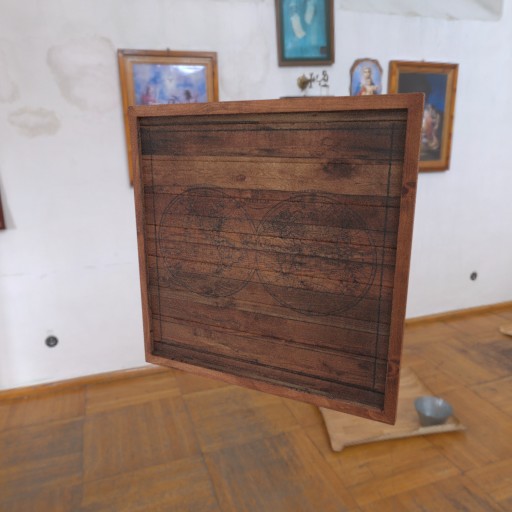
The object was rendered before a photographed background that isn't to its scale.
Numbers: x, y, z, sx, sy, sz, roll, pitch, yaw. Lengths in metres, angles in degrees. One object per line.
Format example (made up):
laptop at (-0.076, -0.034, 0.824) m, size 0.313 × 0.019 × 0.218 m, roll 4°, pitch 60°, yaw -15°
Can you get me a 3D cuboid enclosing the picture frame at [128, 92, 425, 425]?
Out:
picture frame at (0.000, 0.000, 1.229) m, size 0.810 × 0.817 × 0.029 m, roll 7°, pitch 16°, yaw 25°
